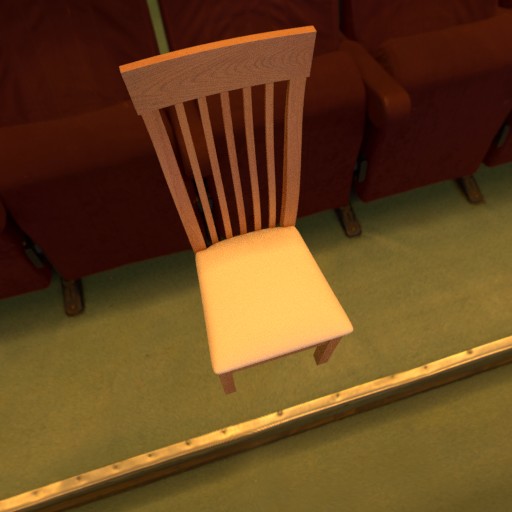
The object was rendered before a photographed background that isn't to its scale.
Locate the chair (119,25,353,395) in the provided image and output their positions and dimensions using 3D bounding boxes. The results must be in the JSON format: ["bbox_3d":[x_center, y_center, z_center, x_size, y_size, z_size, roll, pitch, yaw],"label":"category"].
[{"bbox_3d":[0.000,0.000,1.341,0.450,1.050,0.580,-16,64,-8],"label":"chair"}]
